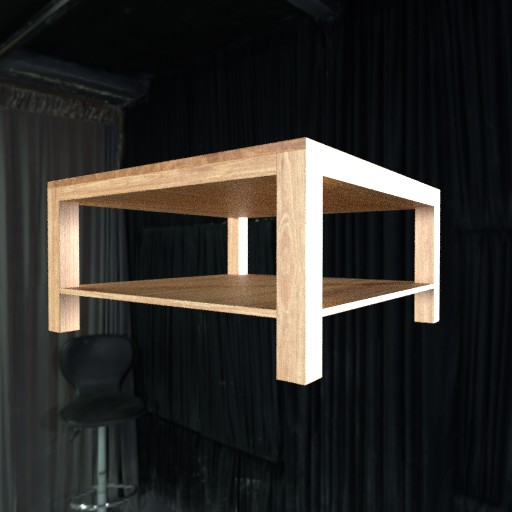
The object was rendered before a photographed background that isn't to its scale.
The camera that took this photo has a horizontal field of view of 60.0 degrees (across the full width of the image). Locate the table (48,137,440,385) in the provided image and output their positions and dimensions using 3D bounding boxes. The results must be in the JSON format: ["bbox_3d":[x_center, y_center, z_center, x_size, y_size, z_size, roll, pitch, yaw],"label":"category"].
[{"bbox_3d":[0.000,0.000,1.433,0.900,0.450,0.900,1,1,37],"label":"table"}]
